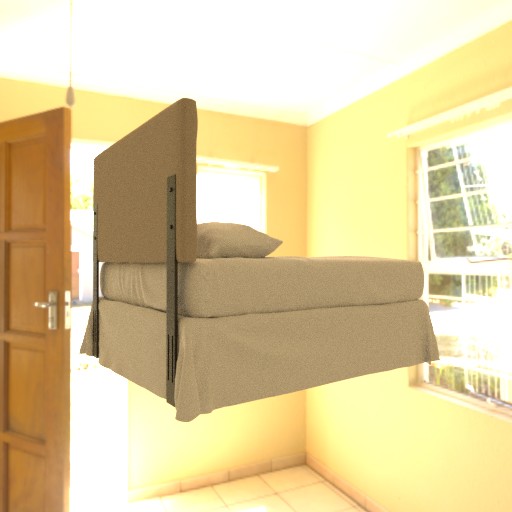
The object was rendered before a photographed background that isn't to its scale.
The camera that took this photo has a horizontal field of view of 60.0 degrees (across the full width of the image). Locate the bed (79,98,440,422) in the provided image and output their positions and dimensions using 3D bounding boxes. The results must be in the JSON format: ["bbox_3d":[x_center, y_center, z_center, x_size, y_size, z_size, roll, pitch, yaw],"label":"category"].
[{"bbox_3d":[0.000,0.000,3.458,2.222,1.577,1.936,0,-1,-35],"label":"bed"}]
